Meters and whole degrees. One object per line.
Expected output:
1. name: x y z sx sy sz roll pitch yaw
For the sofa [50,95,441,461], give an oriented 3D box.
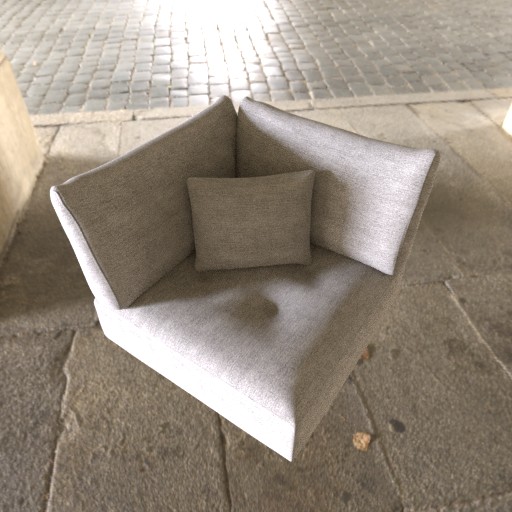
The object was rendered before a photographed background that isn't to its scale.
1. sofa: 0.000 0.000 1.780 1.000 0.820 1.000 25 48 25
